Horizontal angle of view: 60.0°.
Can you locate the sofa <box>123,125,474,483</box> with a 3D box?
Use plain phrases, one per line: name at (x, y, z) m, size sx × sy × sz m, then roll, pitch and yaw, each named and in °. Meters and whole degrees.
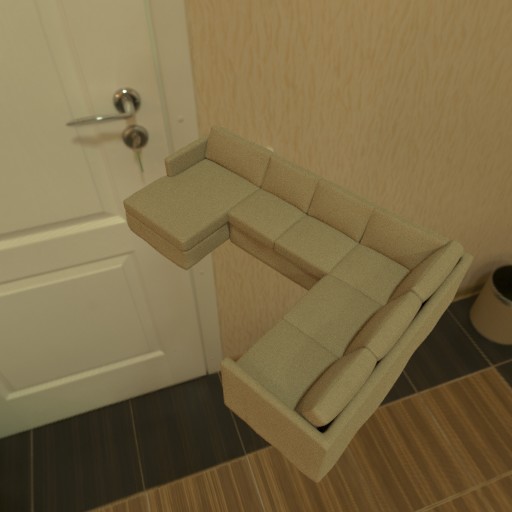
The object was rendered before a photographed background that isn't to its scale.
sofa at (0.000, 0.000, 4.579) m, size 3.528 × 0.878 × 2.476 m, roll 33°, pitch 55°, yaw 27°
